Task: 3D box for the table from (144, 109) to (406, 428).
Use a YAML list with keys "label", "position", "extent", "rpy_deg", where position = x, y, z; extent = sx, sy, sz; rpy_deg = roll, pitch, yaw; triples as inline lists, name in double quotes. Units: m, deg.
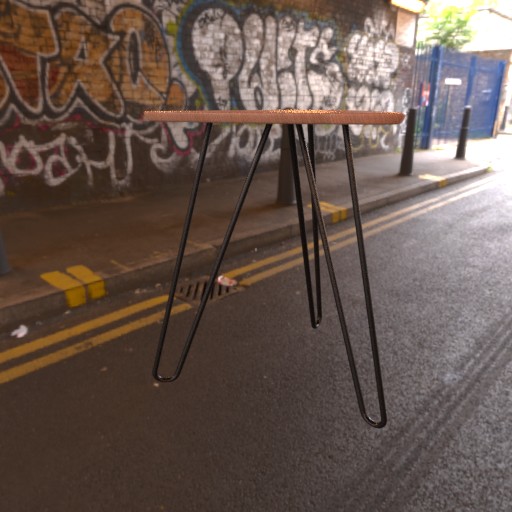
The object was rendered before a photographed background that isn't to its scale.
- label: "table"
  position: [0.000, 0.000, 0.908]
  extent: [0.455, 0.564, 0.442]
  rpy_deg: [-3, 19, -7]
